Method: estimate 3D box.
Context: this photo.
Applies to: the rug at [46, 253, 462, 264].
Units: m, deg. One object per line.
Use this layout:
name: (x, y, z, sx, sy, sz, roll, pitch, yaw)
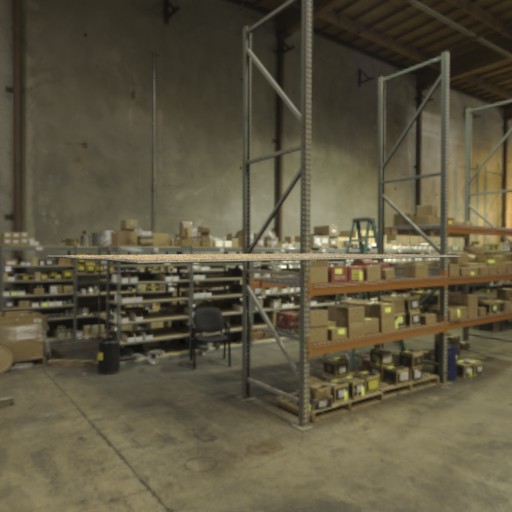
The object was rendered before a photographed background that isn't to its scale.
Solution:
rug: (0.000, 0.000, 3.978, 3.063, 0.024, 2.158, -1, 1, -36)
